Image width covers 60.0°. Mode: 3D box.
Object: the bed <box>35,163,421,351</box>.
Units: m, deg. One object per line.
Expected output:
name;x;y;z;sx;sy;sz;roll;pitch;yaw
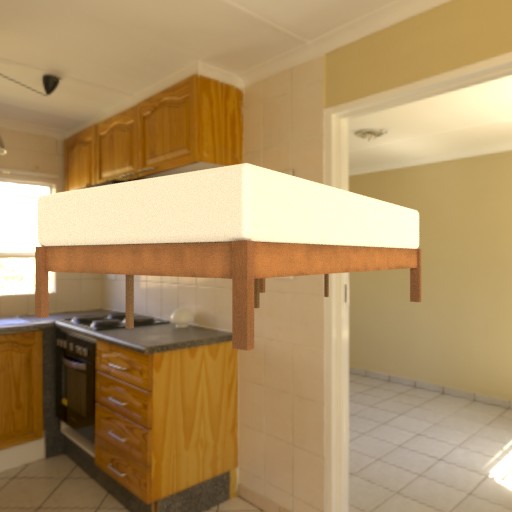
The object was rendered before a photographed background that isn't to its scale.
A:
bed;0.000;0.000;2.611;1.348;0.616;1.927;0;0;36
